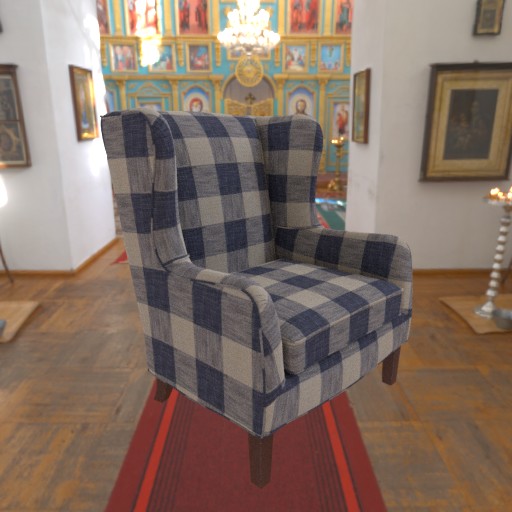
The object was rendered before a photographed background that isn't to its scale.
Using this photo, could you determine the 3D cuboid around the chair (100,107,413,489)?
[{"bbox_3d":[0.000,0.000,1.636,0.889,1.041,0.830,15,21,43],"label":"chair"}]
